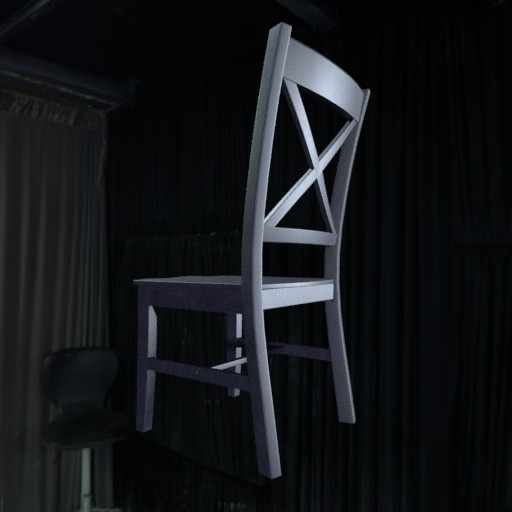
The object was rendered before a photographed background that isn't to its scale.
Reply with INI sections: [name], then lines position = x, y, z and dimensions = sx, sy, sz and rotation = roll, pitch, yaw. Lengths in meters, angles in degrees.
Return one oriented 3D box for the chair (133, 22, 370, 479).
[chair]
position = 0.000, 0.000, 1.273
dimensions = 0.542, 0.983, 0.485
rotation = 0, -1, 36
